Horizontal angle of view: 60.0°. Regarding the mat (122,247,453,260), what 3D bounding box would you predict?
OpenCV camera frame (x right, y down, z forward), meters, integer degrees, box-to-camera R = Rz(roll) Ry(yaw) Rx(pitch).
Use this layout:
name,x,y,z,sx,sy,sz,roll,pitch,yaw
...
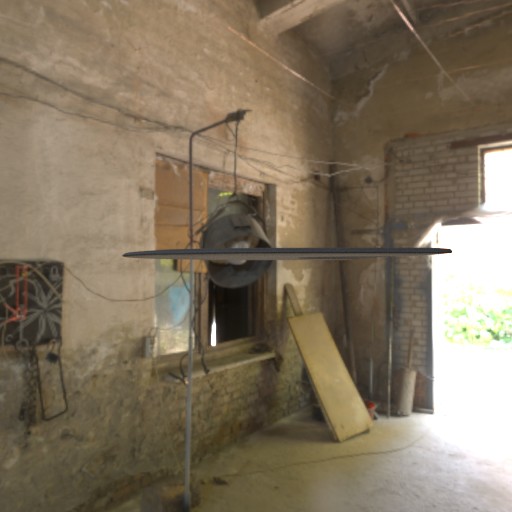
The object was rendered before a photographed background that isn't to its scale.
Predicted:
name,x,y,z,sx,sy,sz,roll,pitch,yaw
mat,0.000,0.000,1.624,0.917,0.016,1.220,0,-1,-1
